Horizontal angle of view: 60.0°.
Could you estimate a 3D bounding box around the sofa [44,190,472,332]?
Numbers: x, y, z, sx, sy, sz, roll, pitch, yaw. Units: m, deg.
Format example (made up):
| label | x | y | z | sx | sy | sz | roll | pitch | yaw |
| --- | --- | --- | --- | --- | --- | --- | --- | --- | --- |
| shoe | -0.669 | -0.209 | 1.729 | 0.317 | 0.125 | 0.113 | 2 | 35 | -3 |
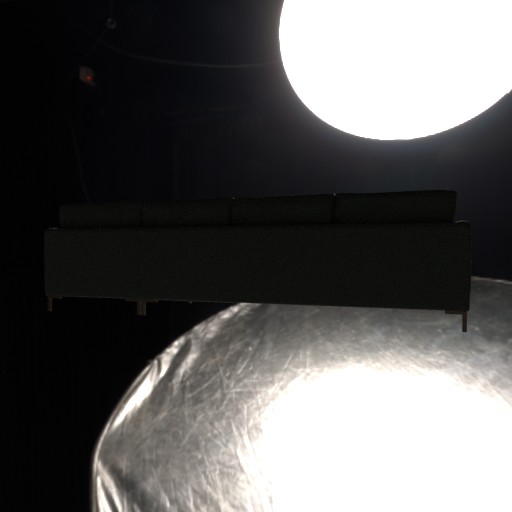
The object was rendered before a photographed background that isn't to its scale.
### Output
| label | x | y | z | sx | sy | sz | roll | pitch | yaw |
| --- | --- | --- | --- | --- | --- | --- | --- | --- | --- |
| sofa | 0.000 | 0.000 | 3.243 | 2.725 | 0.756 | 1.255 | 0 | 1 | 17 |
